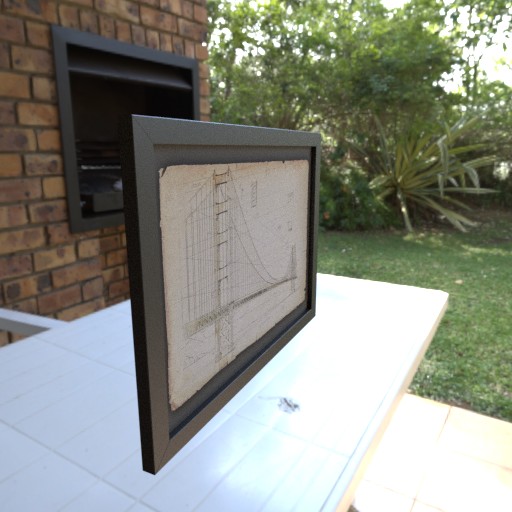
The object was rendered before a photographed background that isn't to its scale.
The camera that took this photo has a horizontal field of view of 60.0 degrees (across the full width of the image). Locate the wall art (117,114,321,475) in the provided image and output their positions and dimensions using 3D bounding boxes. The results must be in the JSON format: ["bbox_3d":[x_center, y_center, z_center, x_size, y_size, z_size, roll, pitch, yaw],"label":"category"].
[{"bbox_3d":[0.000,0.000,0.549,0.016,0.306,0.432,7,15,26],"label":"wall art"}]
